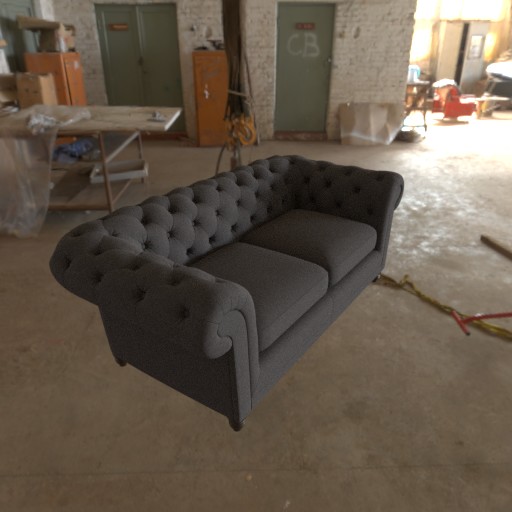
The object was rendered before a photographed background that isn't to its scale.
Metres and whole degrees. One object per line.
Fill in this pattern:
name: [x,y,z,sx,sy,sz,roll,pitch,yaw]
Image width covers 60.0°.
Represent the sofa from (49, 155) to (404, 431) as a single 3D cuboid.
sofa: [0.000,0.000,2.493,0.986,0.764,1.998,17,31,31]
